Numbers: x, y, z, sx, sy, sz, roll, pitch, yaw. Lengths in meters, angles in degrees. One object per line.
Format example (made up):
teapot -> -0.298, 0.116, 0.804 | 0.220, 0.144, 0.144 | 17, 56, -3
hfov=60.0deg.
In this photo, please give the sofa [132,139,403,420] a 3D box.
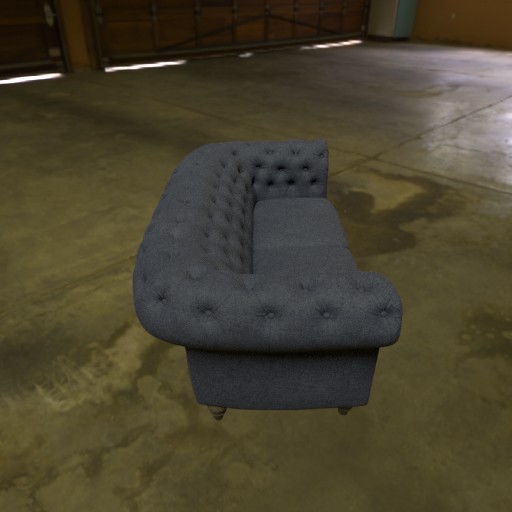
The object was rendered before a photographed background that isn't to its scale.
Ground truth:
sofa -> 0.000, 0.000, 2.516 | 1.082, 0.833, 1.988 | 0, 31, 0
